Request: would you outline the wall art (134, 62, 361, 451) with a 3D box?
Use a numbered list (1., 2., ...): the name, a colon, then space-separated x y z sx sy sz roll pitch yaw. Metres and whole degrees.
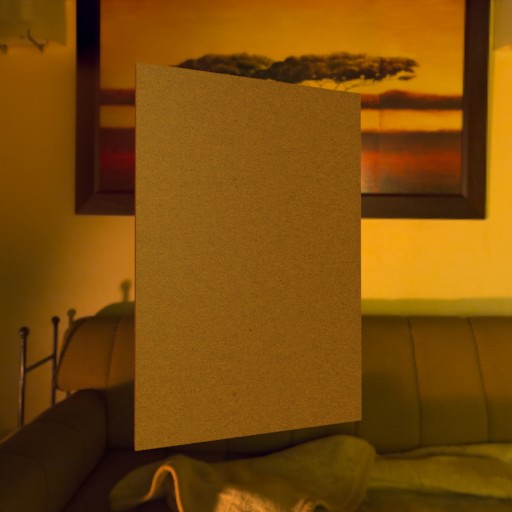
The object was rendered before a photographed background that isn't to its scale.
1. wall art: 0.000 0.000 1.157 0.610 0.914 0.037 0 -1 -19
